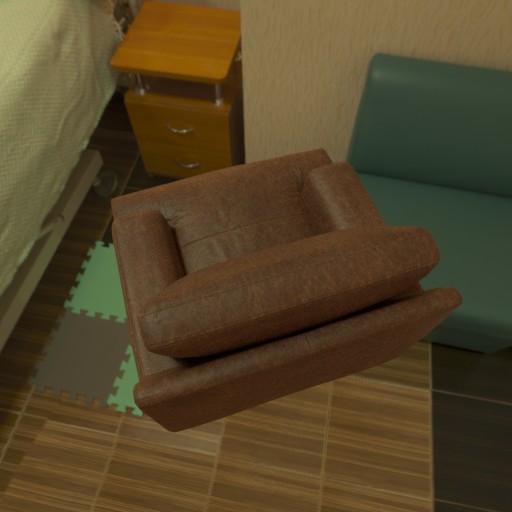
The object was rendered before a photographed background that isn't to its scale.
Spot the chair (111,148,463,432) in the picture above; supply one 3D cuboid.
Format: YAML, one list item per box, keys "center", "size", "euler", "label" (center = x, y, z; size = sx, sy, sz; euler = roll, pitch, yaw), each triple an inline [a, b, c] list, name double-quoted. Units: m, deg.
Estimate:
- center: [0.000, 0.000, 1.913]
  size: [1.168, 0.939, 1.143]
  euler: [-16, 59, -10]
  label: "chair"
